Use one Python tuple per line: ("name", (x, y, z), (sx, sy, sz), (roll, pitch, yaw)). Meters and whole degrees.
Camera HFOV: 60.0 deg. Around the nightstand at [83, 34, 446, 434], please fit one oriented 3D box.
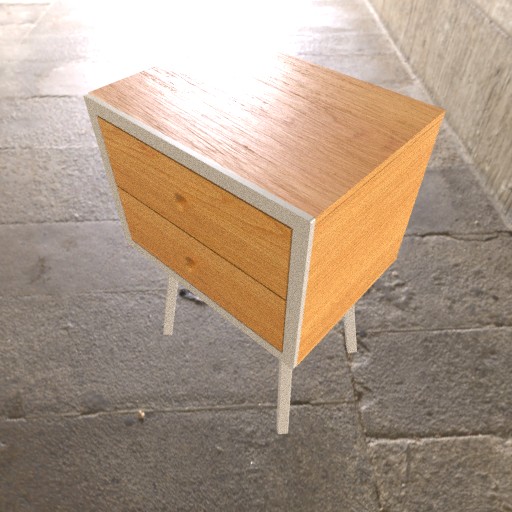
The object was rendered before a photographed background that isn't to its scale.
("nightstand", (0.000, 0.000, 0.823), (0.400, 0.601, 0.316), (33, 55, 27))
